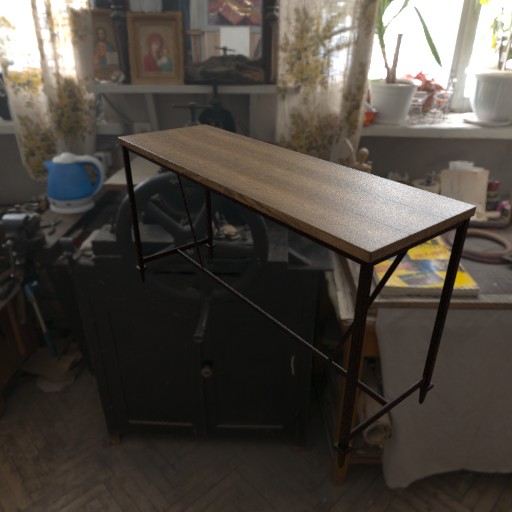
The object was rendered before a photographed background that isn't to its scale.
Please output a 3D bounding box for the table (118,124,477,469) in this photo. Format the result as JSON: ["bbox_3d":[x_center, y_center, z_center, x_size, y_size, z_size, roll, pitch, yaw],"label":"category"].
[{"bbox_3d":[0.000,0.000,2.127,0.551,0.902,1.700,-20,34,-33],"label":"table"}]
